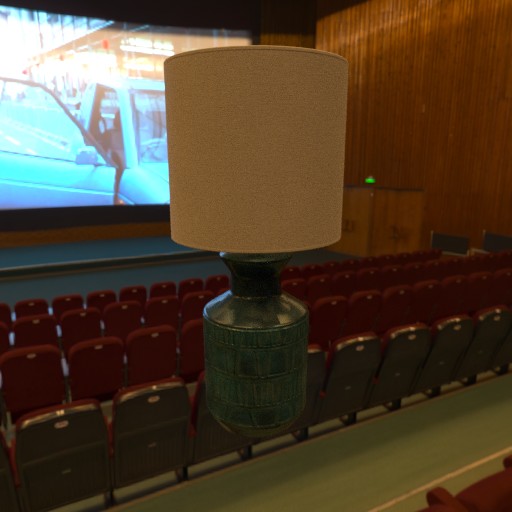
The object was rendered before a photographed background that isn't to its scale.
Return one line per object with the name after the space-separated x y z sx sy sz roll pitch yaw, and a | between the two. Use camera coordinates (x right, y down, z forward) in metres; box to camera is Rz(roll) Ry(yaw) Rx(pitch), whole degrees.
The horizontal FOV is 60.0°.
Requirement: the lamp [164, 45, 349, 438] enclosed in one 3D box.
0.000 0.000 0.569 0.211 0.455 0.211 -7 15 -27 | lamp
